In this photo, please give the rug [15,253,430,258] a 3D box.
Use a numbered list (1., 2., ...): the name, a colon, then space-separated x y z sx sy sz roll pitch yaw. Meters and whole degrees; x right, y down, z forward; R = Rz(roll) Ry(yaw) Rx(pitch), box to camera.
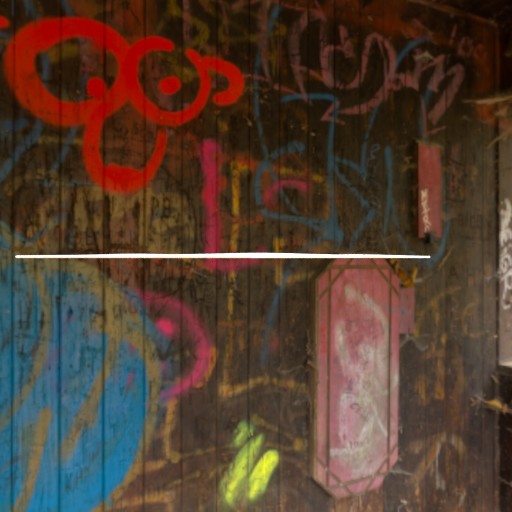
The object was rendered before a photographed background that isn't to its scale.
1. rug: 0.000 0.000 3.057 1.706 0.026 2.438 0 0 35
